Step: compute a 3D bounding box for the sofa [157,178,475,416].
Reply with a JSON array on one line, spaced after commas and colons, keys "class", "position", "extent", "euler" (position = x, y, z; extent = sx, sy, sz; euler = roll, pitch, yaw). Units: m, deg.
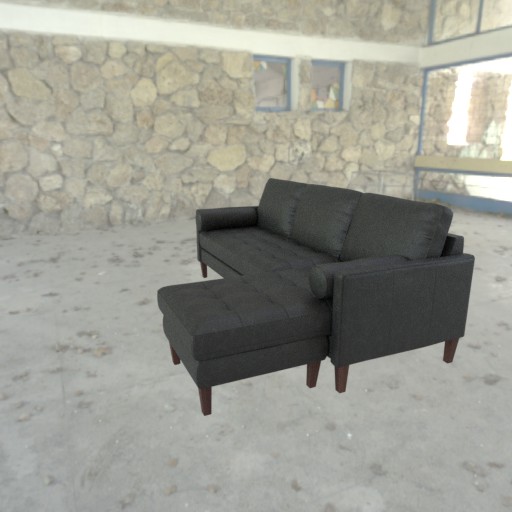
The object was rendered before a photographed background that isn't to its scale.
[{"class": "sofa", "position": [0.000, 0.000, 2.963], "extent": [1.497, 0.876, 2.178], "euler": [-7, 16, -24]}]
